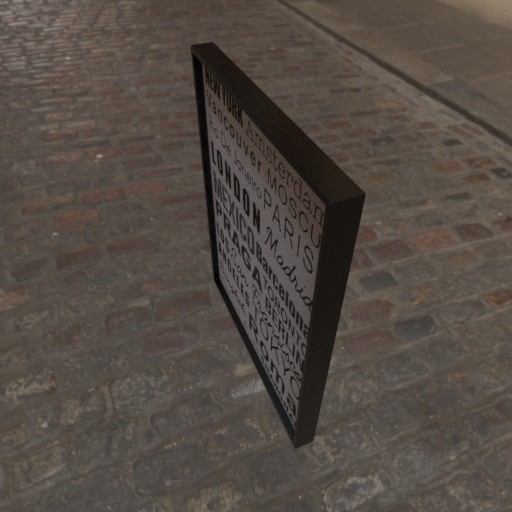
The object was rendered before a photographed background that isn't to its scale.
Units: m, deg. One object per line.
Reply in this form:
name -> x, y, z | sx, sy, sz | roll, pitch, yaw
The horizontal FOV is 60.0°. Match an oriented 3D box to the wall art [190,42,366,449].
wall art -> 0.000, 0.000, 0.755 | 0.038, 0.551, 0.448 | -16, 47, -16
